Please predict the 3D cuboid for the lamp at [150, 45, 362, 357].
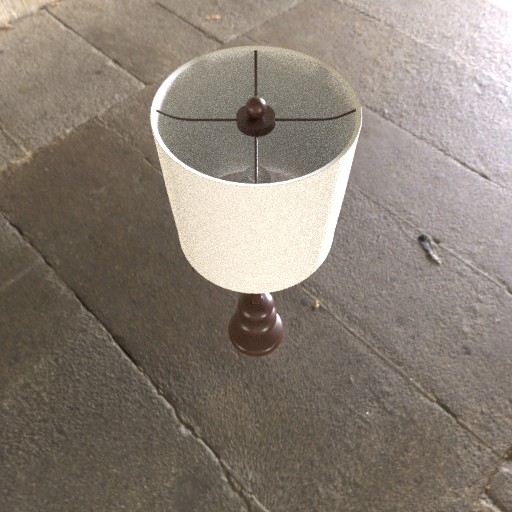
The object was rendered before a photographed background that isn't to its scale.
[{"bbox_3d":[0.000,0.000,0.813,0.254,0.690,0.254,0,57,0],"label":"lamp"}]
